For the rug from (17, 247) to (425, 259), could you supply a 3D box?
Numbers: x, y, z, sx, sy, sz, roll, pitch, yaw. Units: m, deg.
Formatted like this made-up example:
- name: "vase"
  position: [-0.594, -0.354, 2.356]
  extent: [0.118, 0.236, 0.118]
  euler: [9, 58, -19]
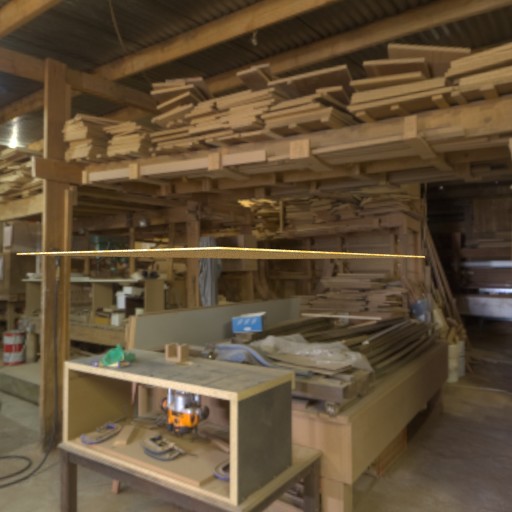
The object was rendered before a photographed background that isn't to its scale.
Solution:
- name: "rug"
  position: [0.000, 0.000, 2.968]
  extent: [1.511, 0.010, 2.424]
  euler: [-1, -1, 37]
